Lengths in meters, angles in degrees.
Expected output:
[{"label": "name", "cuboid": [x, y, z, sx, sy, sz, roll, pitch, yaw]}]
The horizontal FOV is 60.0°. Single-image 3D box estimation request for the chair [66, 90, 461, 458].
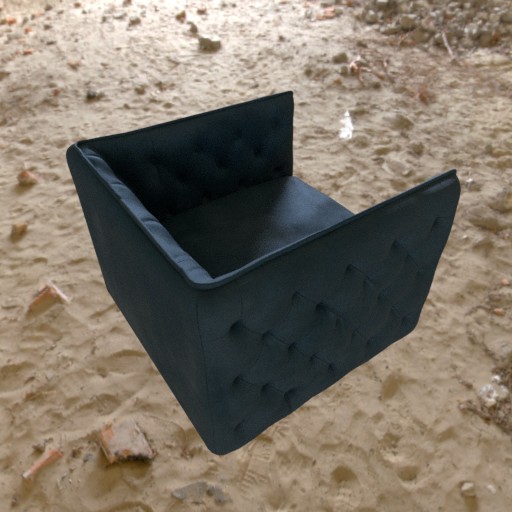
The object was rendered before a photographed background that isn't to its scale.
[{"label": "chair", "cuboid": [0.000, 0.000, 1.519, 0.877, 0.771, 0.868, -25, 46, -26]}]
